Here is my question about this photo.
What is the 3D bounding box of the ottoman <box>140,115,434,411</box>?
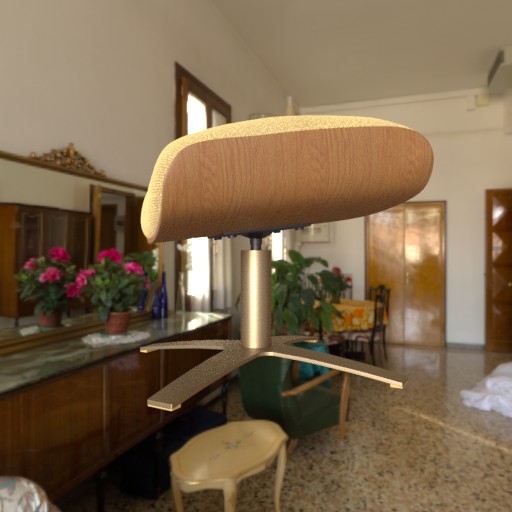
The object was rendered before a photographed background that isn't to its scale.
[{"bbox_3d":[0.000,0.000,0.795,0.394,0.391,0.520,0,0,-16],"label":"ottoman"}]
